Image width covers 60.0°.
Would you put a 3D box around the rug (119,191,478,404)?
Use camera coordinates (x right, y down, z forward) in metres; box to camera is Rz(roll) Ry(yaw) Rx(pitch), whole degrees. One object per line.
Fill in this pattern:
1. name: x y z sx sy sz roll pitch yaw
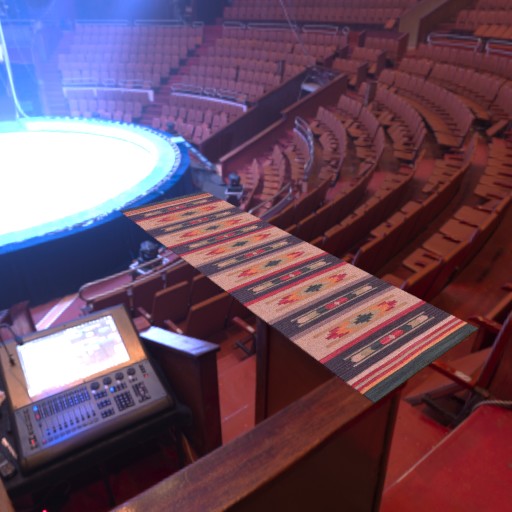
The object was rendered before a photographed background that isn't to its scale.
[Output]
1. rug: 0.000 0.000 2.728 0.760 0.009 2.440 -20 34 -33
